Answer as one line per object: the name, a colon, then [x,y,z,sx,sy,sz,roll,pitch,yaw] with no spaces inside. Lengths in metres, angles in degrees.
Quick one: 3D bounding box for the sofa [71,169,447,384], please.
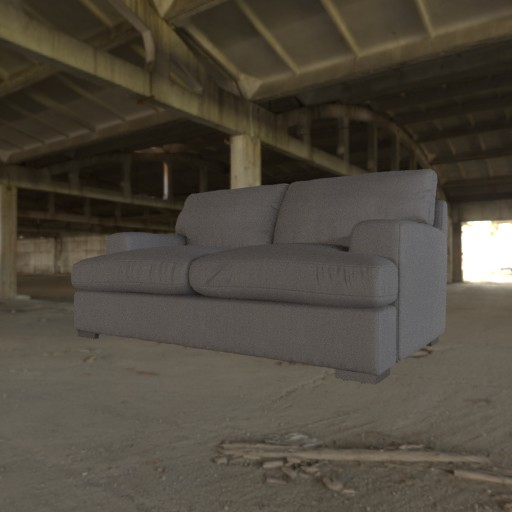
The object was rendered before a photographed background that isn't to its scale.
sofa: [0.000,0.000,2.499,1.880,0.940,1.143,0,-1,34]
